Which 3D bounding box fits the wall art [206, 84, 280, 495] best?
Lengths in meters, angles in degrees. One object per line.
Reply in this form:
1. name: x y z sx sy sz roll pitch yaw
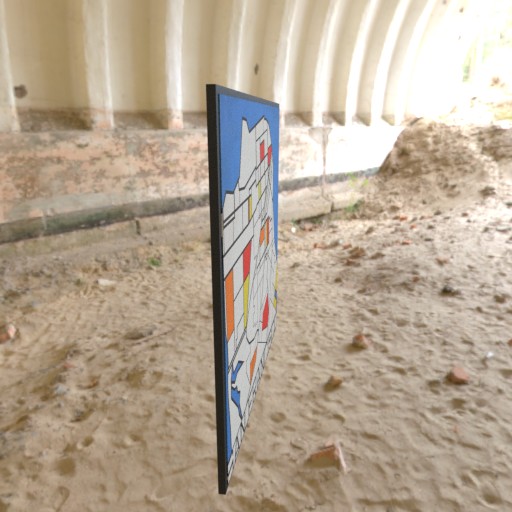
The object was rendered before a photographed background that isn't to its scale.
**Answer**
1. wall art: 0.000 0.000 0.982 0.015 0.663 0.664 3 17 10
